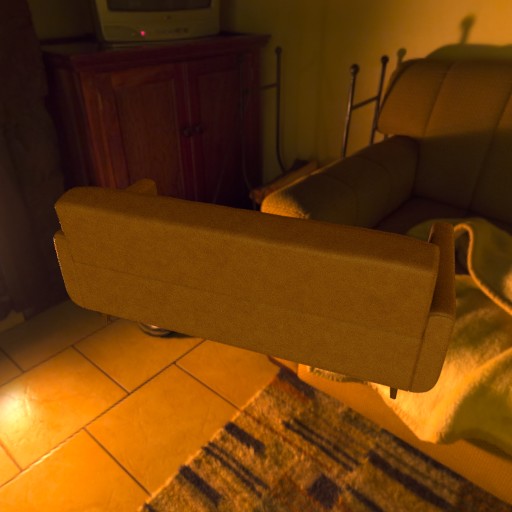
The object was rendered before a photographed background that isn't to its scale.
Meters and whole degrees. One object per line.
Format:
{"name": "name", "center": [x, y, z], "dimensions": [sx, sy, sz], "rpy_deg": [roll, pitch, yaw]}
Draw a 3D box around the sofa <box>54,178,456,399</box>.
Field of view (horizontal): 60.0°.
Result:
{"name": "sofa", "center": [0.000, 0.000, 2.615], "dimensions": [2.137, 0.892, 0.980], "rpy_deg": [11, 33, 17]}
